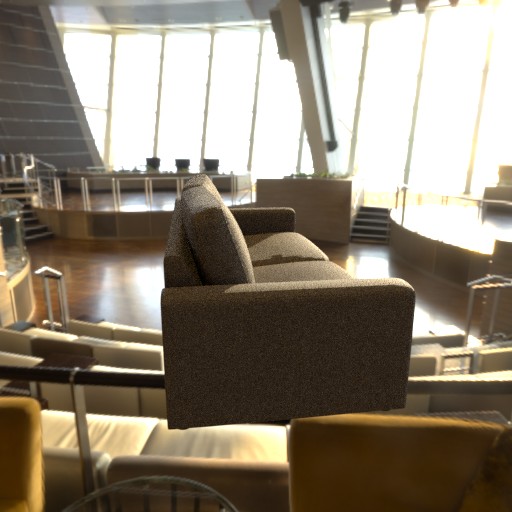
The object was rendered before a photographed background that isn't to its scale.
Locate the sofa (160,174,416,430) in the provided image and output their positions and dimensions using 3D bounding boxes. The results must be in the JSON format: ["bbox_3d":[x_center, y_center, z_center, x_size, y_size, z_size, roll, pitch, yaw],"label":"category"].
[{"bbox_3d":[0.000,0.000,2.710,1.016,0.873,2.179,-2,15,-8],"label":"sofa"}]
